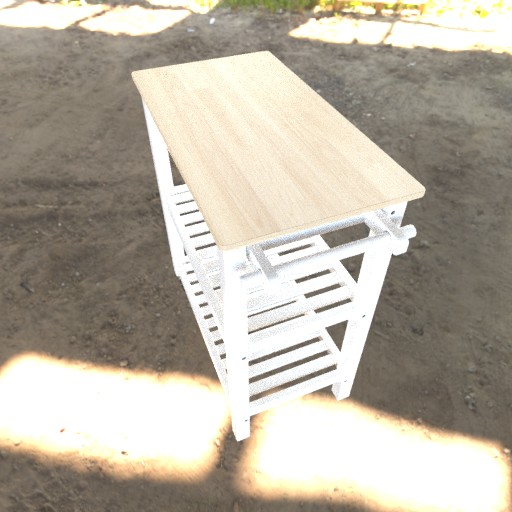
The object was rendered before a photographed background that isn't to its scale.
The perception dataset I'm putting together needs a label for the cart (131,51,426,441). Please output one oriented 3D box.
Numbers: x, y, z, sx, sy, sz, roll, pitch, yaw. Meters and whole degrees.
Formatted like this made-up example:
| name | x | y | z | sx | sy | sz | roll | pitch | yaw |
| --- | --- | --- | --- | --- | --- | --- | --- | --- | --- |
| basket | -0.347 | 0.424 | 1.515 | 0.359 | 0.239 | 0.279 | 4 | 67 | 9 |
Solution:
| name | x | y | z | sx | sy | sz | roll | pitch | yaw |
| --- | --- | --- | --- | --- | --- | --- | --- | --- | --- |
| cart | 0.000 | 0.000 | 1.442 | 0.457 | 0.927 | 0.899 | -16 | 47 | -16 |
